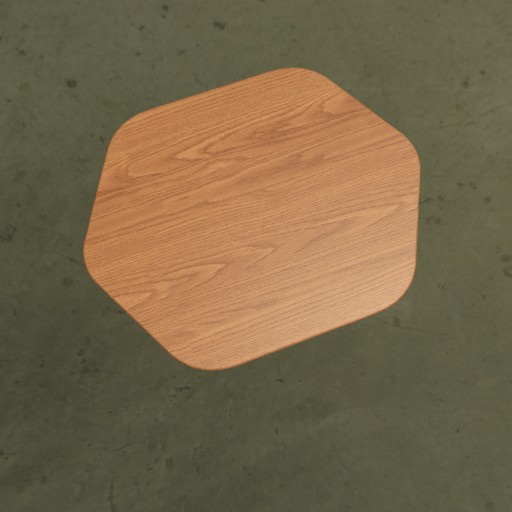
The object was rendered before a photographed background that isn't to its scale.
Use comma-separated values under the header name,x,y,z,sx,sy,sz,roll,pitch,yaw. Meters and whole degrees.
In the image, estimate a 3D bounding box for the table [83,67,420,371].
name,x,y,z,sx,sy,sz,roll,pitch,yaw
table,0.000,0.000,0.898,0.500,0.562,0.400,-20,76,-5
